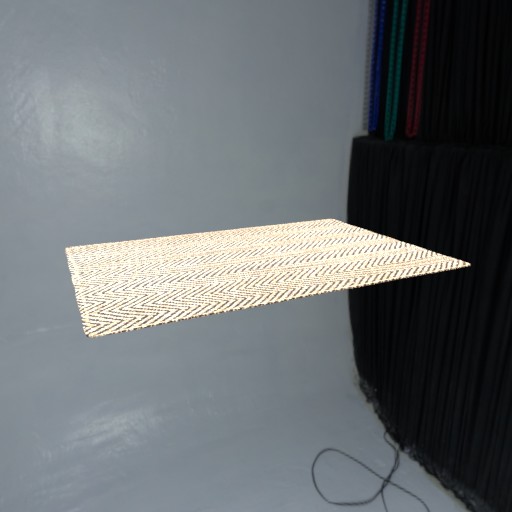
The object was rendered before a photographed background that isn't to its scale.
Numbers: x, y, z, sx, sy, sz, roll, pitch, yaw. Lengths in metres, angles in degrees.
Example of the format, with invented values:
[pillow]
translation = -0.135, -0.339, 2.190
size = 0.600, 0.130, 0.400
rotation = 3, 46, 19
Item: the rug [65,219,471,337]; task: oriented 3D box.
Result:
[rug]
translation = 0.000, 0.000, 2.367
size = 1.828, 0.008, 1.219
rotation = -8, 19, -24
